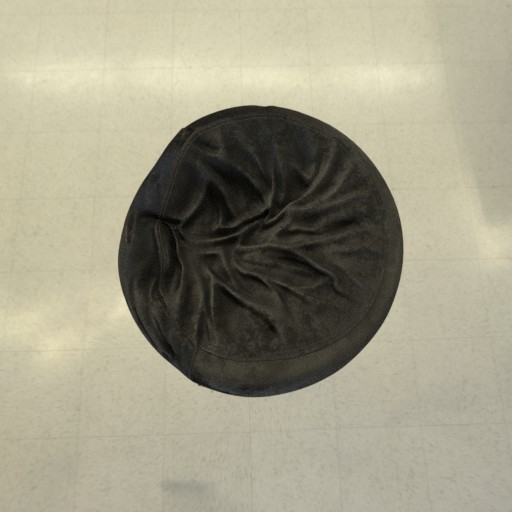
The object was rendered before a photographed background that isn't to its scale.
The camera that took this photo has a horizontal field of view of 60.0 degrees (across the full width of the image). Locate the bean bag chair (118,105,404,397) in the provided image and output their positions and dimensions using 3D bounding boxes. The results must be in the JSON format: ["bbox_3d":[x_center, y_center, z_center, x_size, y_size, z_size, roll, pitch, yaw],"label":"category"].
[{"bbox_3d":[0.000,0.000,1.525,0.918,0.605,0.918,0,75,0],"label":"bean bag chair"}]
